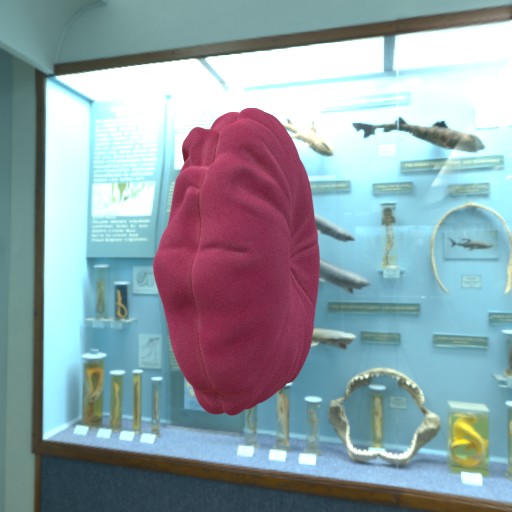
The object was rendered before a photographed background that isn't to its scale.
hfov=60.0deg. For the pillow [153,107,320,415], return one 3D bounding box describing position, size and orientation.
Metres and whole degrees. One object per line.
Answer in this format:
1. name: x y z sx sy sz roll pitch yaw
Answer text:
1. pillow: 0.000 0.000 0.648 0.148 0.407 0.428 0 -1 18
